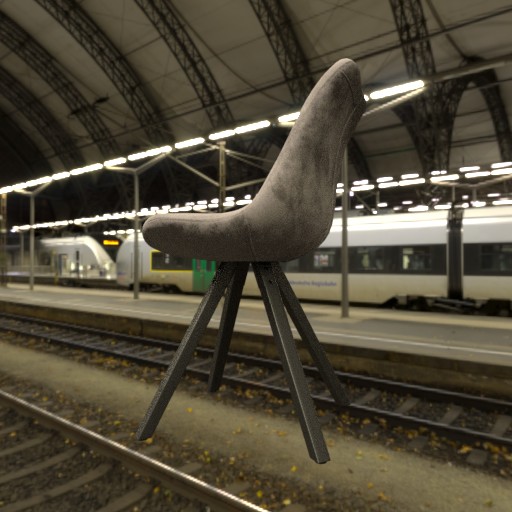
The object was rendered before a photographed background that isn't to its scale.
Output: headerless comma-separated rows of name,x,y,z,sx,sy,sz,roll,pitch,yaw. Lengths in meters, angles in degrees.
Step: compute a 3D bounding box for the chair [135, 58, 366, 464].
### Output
chair,0.000,0.000,1.156,0.550,0.850,0.485,0,-1,18
